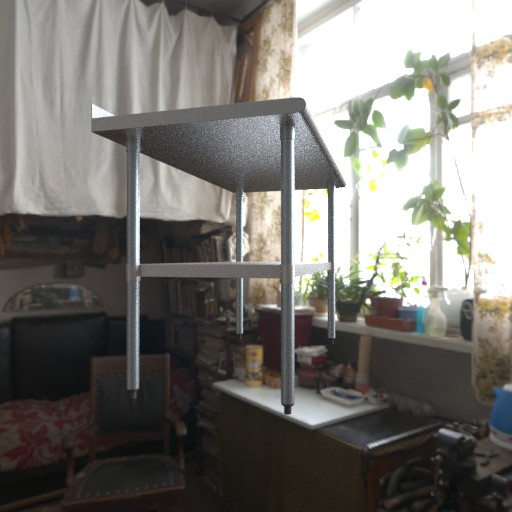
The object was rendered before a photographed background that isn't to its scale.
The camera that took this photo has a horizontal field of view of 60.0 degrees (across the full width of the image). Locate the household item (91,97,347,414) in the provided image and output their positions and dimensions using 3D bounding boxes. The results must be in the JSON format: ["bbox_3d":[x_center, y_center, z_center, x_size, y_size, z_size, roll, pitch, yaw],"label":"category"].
[{"bbox_3d":[0.000,0.000,1.743,0.610,0.851,1.219,0,0,16],"label":"household item"}]
